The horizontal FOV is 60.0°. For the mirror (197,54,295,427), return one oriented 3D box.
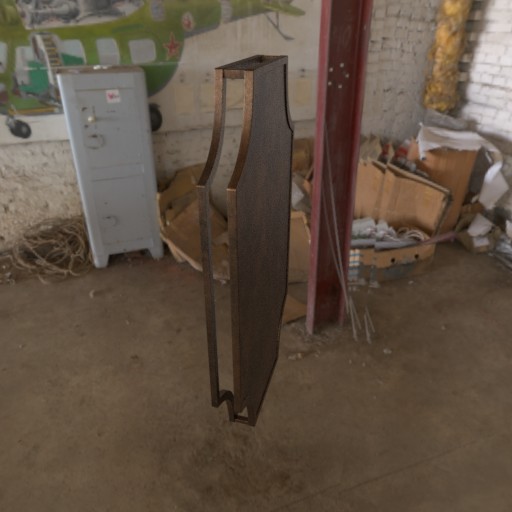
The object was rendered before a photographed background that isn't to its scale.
[{"bbox_3d":[0.000,0.000,1.003,0.066,0.811,0.462,8,30,14],"label":"mirror"}]
